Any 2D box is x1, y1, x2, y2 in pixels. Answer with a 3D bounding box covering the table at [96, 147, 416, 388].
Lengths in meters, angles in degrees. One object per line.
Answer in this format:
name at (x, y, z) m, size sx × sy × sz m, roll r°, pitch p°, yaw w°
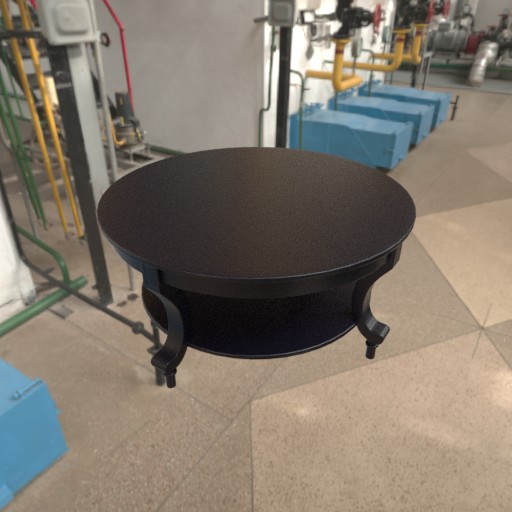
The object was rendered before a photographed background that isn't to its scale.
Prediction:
table at (0.000, 0.000, 1.609) m, size 1.029 × 0.491 × 1.029 m, roll 0°, pitch 31°, yaw 0°
